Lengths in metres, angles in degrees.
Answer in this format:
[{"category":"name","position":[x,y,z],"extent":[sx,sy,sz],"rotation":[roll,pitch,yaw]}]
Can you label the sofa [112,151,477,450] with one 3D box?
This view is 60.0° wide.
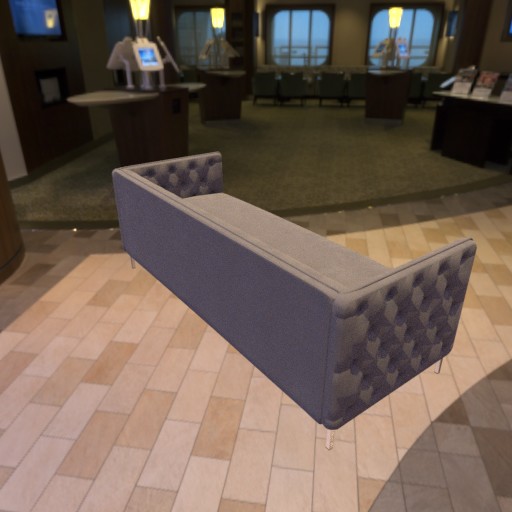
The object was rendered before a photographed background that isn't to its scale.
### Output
[{"category":"sofa","position":[0.000,0.000,2.678],"extent":[0.895,0.771,2.209],"rotation":[-18,32,-33]}]
